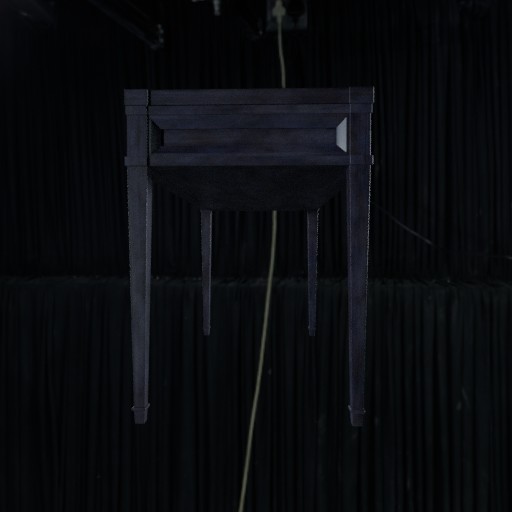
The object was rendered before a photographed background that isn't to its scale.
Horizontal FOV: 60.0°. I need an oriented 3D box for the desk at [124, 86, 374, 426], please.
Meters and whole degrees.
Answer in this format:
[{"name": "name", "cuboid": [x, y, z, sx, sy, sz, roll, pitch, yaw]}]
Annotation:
[{"name": "desk", "cuboid": [0.000, 0.000, 1.764, 0.630, 0.861, 1.289, 0, 1, 2]}]
